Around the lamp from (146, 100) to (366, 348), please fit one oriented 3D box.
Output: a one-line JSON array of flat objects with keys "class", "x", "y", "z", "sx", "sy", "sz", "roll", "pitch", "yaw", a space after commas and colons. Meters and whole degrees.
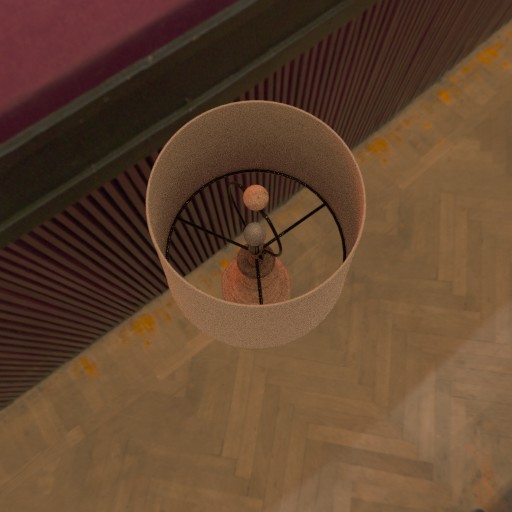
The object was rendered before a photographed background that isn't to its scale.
[{"class": "lamp", "x": 0.000, "y": 0.000, "z": 0.666, "sx": 0.273, "sy": 0.497, "sz": 0.273, "roll": 0, "pitch": 76, "yaw": 0}]
